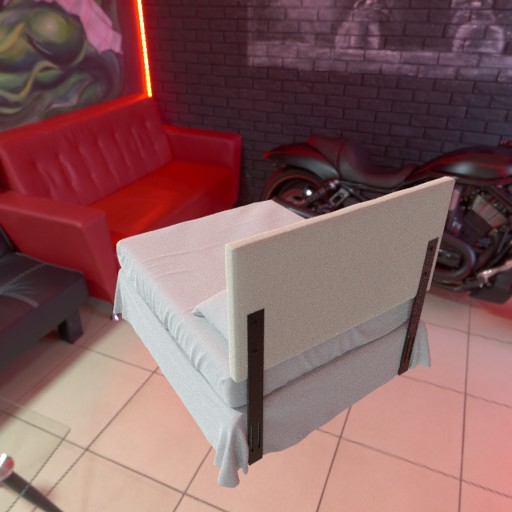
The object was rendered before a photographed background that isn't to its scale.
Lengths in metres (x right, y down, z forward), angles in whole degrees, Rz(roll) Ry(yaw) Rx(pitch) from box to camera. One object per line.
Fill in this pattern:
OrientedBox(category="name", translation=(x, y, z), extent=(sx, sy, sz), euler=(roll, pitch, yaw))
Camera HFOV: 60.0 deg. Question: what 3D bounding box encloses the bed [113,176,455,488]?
OrientedBox(category="bed", translation=(0.000, 0.000, 3.480), extent=(1.936, 1.577, 2.222), euler=(-19, 35, -29))
